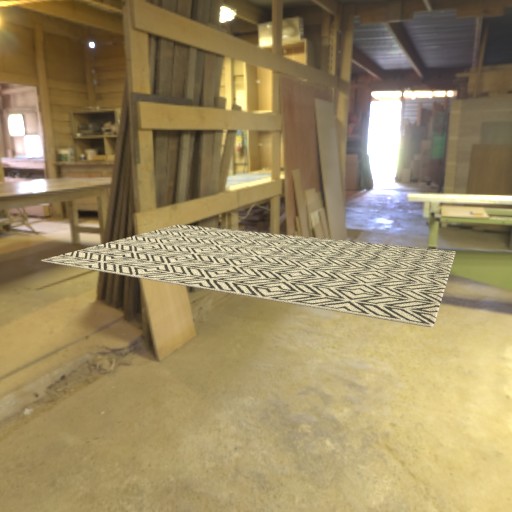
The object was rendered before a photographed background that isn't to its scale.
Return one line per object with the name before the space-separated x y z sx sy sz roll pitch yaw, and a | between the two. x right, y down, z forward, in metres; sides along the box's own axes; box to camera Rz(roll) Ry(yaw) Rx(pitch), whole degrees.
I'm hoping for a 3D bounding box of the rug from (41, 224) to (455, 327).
rug | 0.000 0.000 3.054 2.438 0.008 1.523 7 16 26
